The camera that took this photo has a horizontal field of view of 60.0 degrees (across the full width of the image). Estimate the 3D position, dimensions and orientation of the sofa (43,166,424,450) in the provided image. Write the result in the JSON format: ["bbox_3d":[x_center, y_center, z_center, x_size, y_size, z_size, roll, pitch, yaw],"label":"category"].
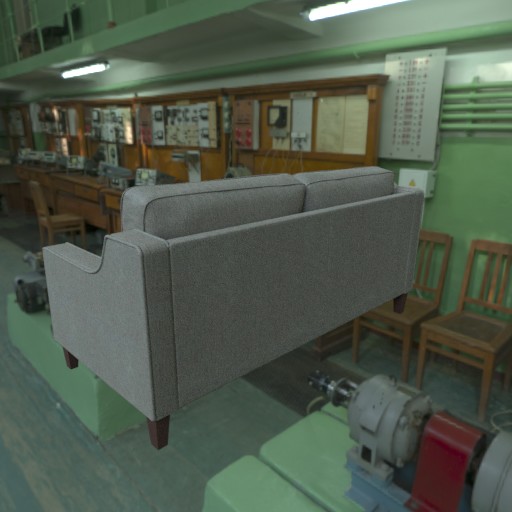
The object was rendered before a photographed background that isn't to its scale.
[{"bbox_3d":[0.000,0.000,2.755,2.181,1.074,1.073,-15,22,-42],"label":"sofa"}]
